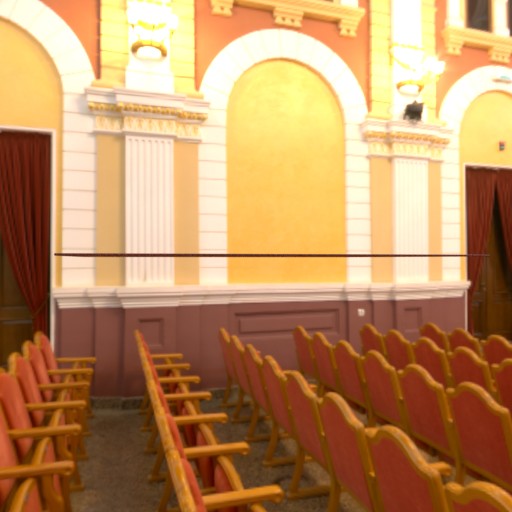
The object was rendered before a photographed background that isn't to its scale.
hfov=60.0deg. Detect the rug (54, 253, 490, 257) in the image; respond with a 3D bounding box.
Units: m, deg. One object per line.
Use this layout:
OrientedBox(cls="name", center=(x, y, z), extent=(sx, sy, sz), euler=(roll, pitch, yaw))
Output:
OrientedBox(cls="rug", center=(0.000, 0.000, 2.882), extent=(2.210, 0.011, 1.599), euler=(0, 0, -17))
